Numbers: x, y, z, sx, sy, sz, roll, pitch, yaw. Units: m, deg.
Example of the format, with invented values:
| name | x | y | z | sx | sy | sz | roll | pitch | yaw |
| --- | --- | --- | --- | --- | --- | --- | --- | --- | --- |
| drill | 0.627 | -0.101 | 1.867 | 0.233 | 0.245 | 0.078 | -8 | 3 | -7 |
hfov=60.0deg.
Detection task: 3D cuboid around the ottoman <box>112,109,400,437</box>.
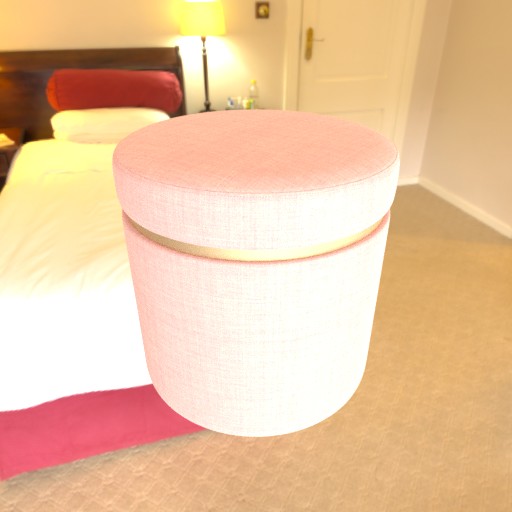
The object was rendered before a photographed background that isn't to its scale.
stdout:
| name | x | y | z | sx | sy | sz | roll | pitch | yaw |
| --- | --- | --- | --- | --- | --- | --- | --- | --- | --- |
| ottoman | 0.000 | 0.000 | 0.725 | 0.400 | 0.406 | 0.400 | 0 | 30 | 0 |
